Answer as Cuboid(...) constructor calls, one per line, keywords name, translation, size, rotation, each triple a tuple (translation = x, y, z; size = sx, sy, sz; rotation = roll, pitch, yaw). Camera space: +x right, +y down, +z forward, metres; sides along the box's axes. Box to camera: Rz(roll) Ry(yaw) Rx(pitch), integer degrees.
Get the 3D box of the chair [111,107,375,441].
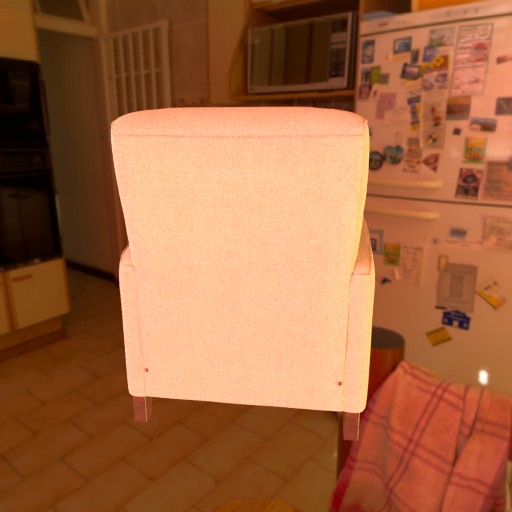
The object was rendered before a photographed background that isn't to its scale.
Cuboid(name="chair", translation=(0.000, 0.000, 1.661), size=(0.845, 1.023, 0.859), rotation=(2, 16, 7))
